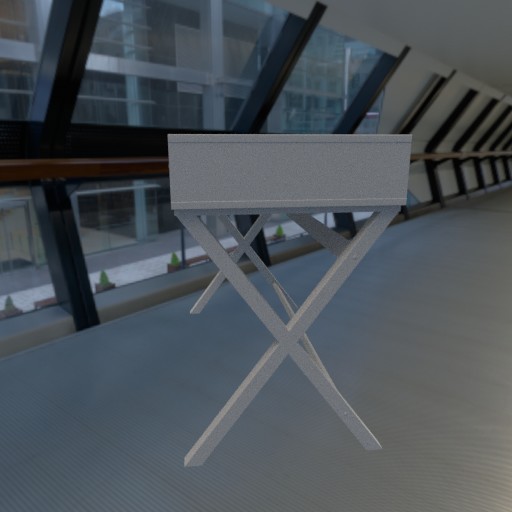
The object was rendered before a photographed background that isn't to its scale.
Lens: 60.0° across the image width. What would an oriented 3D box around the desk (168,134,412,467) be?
[{"bbox_3d":[0.000,0.000,1.501,0.525,0.780,1.057,-2,15,-7],"label":"desk"}]
